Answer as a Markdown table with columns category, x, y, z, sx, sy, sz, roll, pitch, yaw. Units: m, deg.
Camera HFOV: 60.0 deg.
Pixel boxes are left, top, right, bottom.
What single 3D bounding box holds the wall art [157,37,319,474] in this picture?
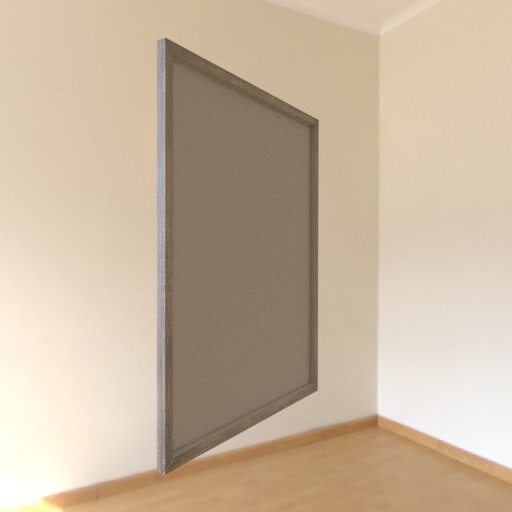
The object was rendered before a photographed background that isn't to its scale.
| category | x | y | z | sx | sy | sz | roll | pitch | yaw |
| --- | --- | --- | --- | --- | --- | --- | --- | --- | --- |
| wall art | 0.000 | 0.000 | 1.363 | 0.035 | 1.022 | 0.781 | 0 | 0 | 35 |
